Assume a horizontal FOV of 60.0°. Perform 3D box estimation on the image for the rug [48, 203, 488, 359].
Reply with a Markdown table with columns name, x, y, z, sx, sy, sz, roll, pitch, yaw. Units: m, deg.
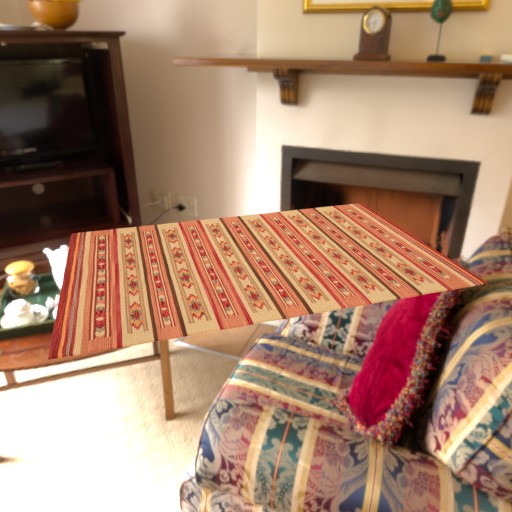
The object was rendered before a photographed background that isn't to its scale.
| name | x | y | z | sx | sy | sz | roll | pitch | yaw |
| --- | --- | --- | --- | --- | --- | --- | --- | --- | --- |
| rug | 0.000 | 0.000 | 2.983 | 2.431 | 0.010 | 1.535 | -7 | 27 | -15 |
